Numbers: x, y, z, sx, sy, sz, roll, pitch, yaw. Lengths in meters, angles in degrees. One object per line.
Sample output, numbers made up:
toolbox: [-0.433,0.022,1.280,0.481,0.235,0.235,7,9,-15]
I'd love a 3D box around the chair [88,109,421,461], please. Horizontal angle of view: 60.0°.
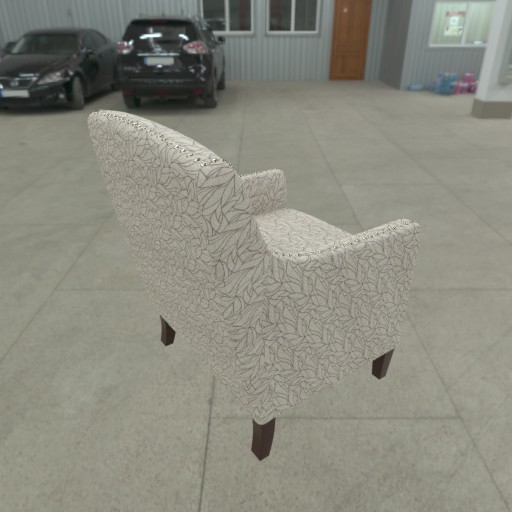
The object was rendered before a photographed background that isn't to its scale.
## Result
chair: [0.000,0.000,1.274,0.651,0.816,0.623,-18,33,-31]
